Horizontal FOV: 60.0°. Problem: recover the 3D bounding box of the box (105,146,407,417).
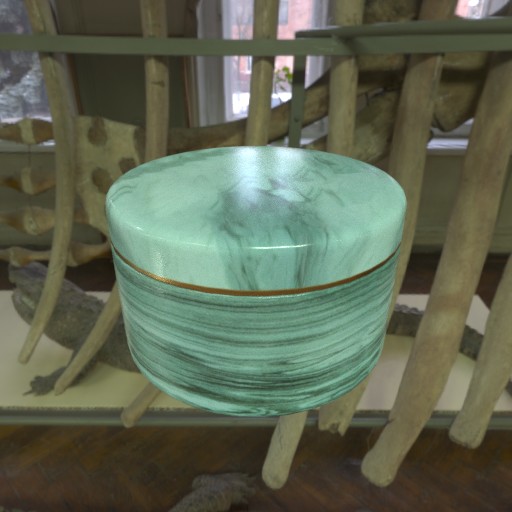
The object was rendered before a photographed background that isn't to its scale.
[{"bbox_3d":[0.000,0.000,0.167,0.101,0.063,0.101,0,28,0],"label":"box"}]
